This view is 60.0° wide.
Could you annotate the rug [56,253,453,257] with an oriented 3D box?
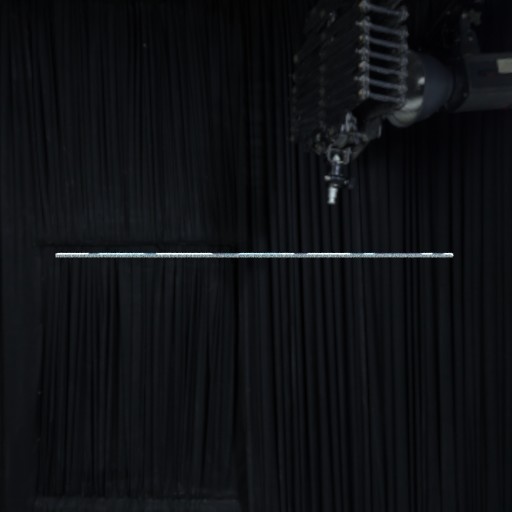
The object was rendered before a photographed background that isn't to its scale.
[{"bbox_3d":[0.000,0.000,2.906,1.518,0.015,2.438,0,0,0],"label":"rug"}]
